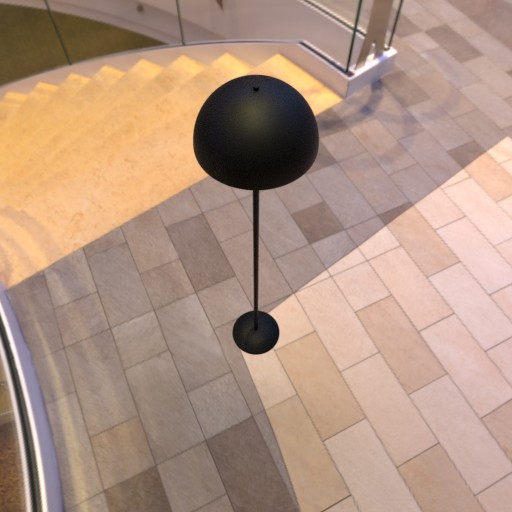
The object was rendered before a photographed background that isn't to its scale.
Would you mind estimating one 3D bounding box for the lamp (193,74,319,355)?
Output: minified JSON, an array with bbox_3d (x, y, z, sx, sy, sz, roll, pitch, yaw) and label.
[{"bbox_3d":[0.000,0.000,1.644,0.328,1.480,0.328,15,59,9],"label":"lamp"}]
